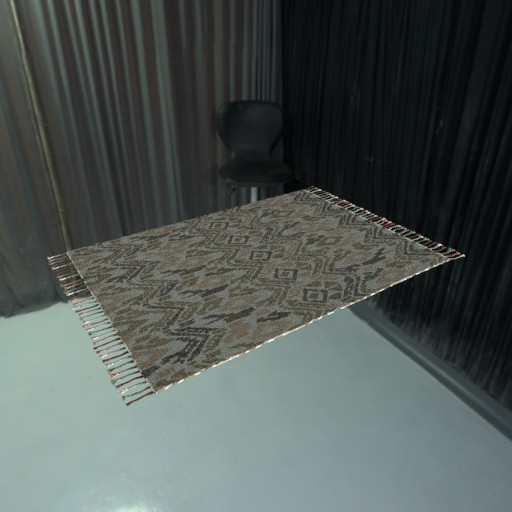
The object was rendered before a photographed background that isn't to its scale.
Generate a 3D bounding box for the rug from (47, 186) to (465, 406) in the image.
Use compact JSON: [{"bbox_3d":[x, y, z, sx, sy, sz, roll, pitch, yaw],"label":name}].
[{"bbox_3d":[0.000,0.000,2.310,1.829,0.008,1.219,-19,35,-29],"label":"rug"}]
